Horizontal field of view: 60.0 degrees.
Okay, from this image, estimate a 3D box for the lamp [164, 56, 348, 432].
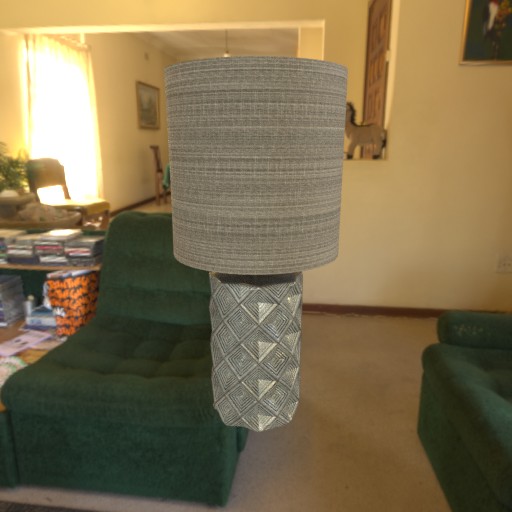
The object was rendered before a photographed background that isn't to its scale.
[{"bbox_3d":[0.000,0.000,0.733,0.269,0.566,0.268,-3,15,-10],"label":"lamp"}]
